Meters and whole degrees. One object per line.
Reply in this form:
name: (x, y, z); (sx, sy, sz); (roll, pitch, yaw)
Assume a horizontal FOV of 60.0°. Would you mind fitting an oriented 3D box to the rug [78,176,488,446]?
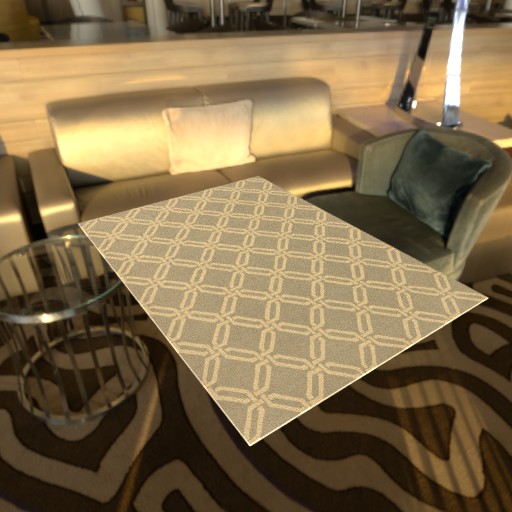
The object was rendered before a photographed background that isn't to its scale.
rug: (0.000, 0.000, 4.313); (2.438, 0.013, 3.353); (-20, 37, -29)
